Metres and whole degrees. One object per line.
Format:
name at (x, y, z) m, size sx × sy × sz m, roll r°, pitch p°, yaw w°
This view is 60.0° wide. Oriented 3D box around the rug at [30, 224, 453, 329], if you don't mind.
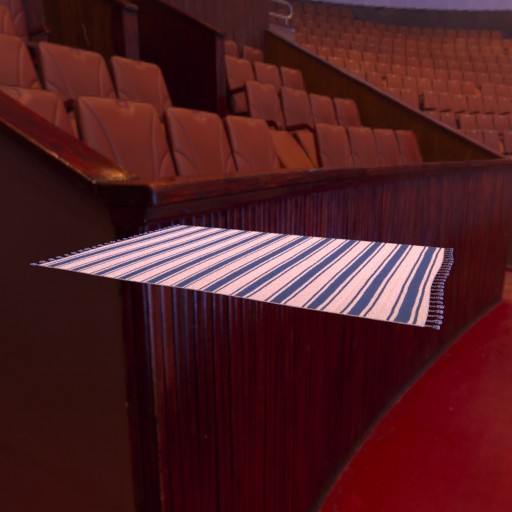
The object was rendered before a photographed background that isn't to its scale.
rug at (0.000, 0.000, 2.861) m, size 2.315 × 0.010 × 1.544 m, roll 6°, pitch 15°, yaw 25°
